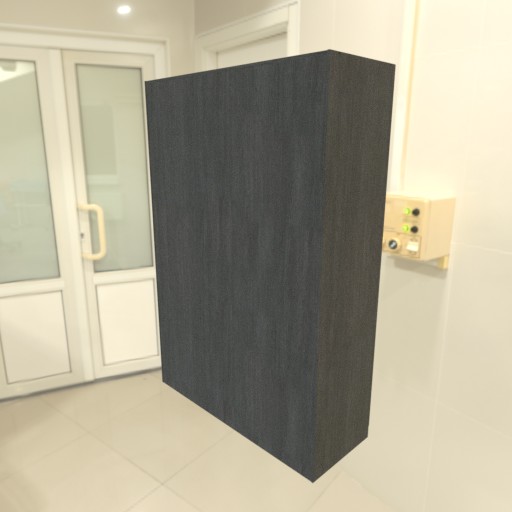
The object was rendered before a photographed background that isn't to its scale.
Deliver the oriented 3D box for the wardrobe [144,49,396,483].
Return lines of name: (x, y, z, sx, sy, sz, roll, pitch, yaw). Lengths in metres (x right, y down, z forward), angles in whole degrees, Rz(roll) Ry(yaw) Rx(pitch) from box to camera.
wardrobe: (0.000, 0.000, 2.492, 0.510, 1.910, 1.290, -14, 20, -43)
